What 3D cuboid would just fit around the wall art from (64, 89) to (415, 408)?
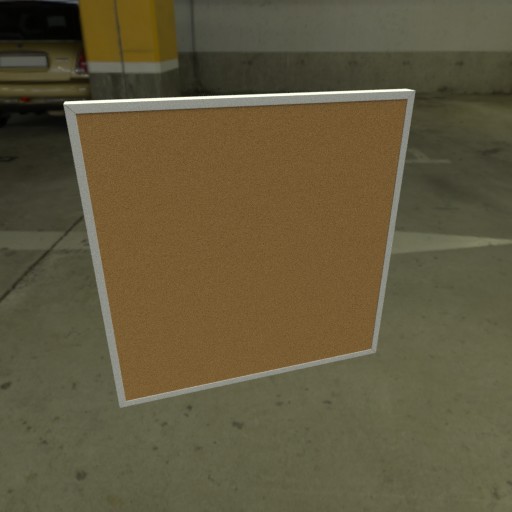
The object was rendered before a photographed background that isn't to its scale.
[{"bbox_3d":[0.000,0.000,1.112,0.762,0.762,0.038,-8,28,-15],"label":"wall art"}]
